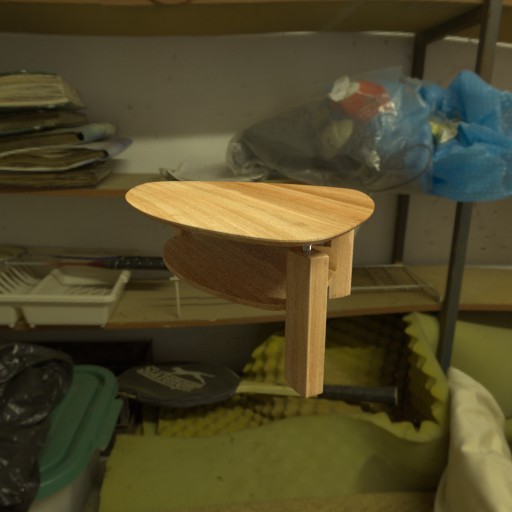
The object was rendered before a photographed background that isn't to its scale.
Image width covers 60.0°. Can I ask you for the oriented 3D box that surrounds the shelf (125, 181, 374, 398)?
[{"bbox_3d":[0.000,0.000,1.632,0.863,0.439,1.240,-8,18,-26],"label":"shelf"}]
